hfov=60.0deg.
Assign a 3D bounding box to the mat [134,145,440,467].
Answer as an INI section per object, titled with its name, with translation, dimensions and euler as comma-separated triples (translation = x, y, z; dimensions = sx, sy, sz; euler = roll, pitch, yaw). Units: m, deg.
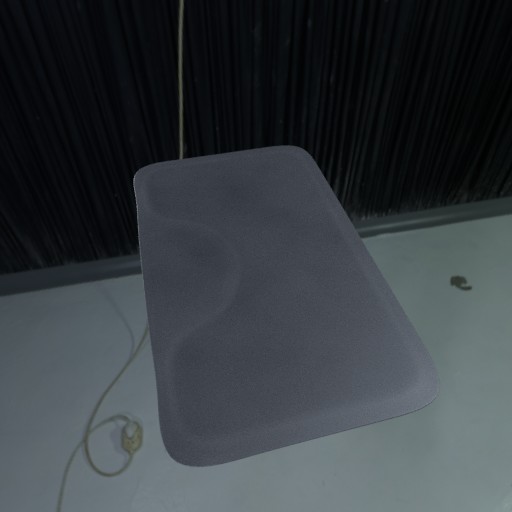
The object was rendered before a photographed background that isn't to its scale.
[mat]
translation = 0.000, 0.000, 1.816
dimensions = 0.918, 0.013, 1.524
euler = -11, 48, -10
